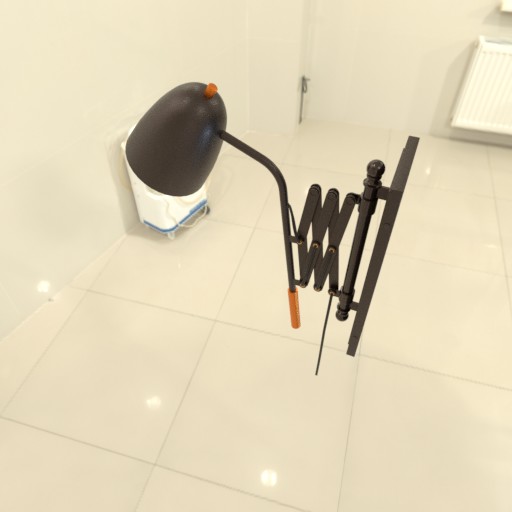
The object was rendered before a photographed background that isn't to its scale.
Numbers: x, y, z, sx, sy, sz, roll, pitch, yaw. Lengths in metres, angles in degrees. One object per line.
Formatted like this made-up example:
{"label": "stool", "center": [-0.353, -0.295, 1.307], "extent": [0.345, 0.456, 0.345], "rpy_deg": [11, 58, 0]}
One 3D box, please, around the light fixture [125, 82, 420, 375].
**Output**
{"label": "light fixture", "center": [0.000, 0.000, 0.932], "extent": [0.499, 0.715, 0.162], "rpy_deg": [17, 48, 16]}
